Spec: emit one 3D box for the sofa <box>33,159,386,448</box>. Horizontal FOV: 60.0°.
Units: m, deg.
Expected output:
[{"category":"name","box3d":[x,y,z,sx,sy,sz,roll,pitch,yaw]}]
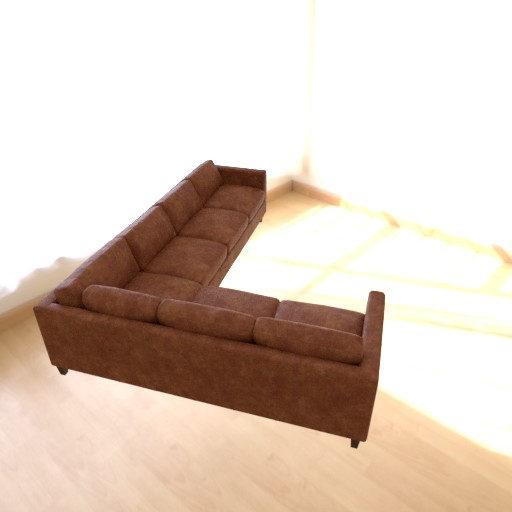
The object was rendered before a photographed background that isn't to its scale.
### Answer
[{"category":"sofa","box3d":[0.000,0.000,4.316,2.438,0.838,3.150,9,33,14]}]
